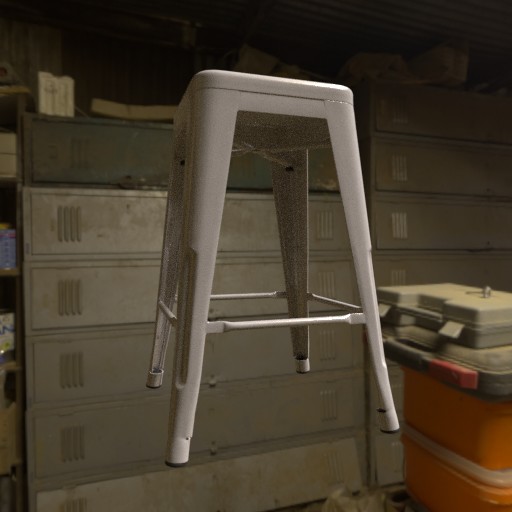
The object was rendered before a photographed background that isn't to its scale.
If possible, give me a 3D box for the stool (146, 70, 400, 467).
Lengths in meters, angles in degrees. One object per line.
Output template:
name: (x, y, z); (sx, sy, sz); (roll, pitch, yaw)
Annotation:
stool: (0.000, 0.000, 0.888); (0.406, 0.610, 0.406); (-1, 2, -18)
